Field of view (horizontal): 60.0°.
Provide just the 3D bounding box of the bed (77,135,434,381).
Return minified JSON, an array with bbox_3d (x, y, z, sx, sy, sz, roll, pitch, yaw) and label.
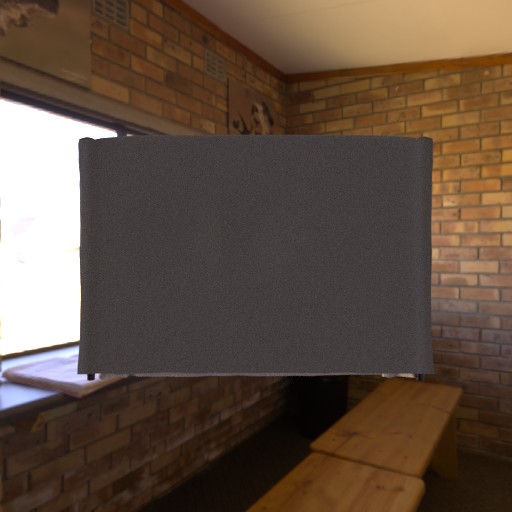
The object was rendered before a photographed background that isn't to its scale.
[{"bbox_3d":[0.000,0.000,3.487,1.925,1.332,2.276,0,1,0],"label":"bed"}]
